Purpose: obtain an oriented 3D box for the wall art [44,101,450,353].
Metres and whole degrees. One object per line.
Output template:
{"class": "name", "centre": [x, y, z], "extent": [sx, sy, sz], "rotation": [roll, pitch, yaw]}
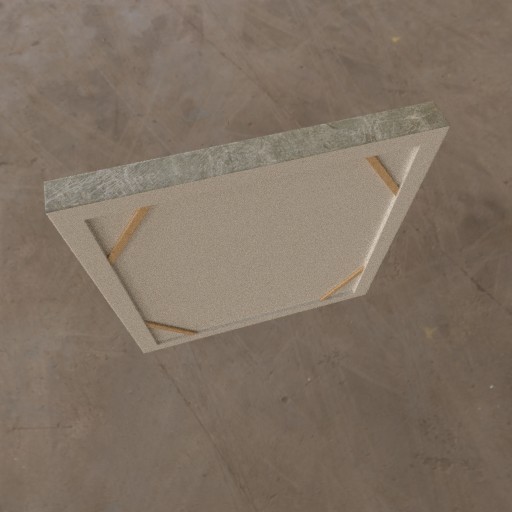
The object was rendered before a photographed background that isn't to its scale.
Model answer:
{"class": "wall art", "centre": [0.000, 0.000, 0.613], "extent": [0.405, 0.407, 0.038], "rotation": [-14, 61, -8]}
